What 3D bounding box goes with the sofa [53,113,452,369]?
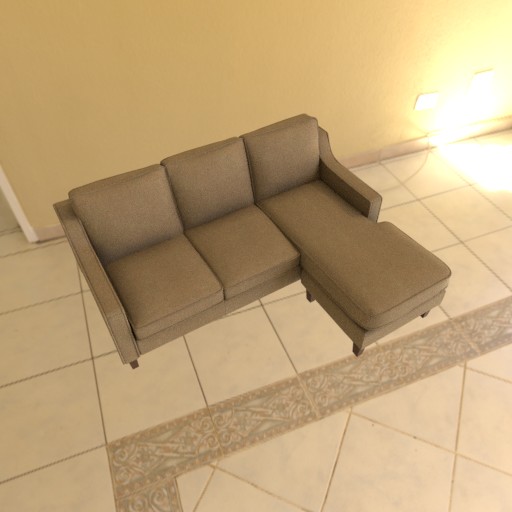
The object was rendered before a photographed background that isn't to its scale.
[{"bbox_3d":[0.000,0.000,3.312,2.317,1.081,1.858,-24,51,-21],"label":"sofa"}]
